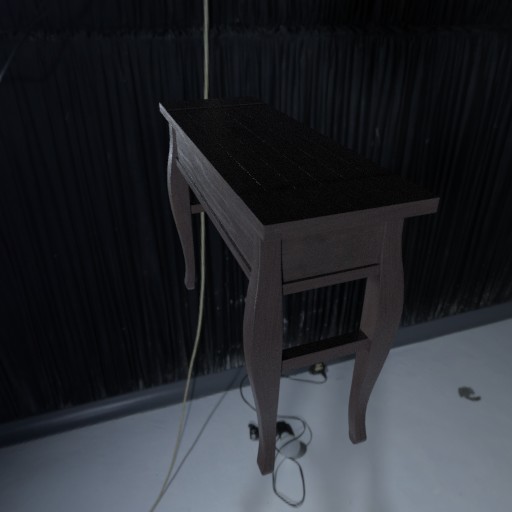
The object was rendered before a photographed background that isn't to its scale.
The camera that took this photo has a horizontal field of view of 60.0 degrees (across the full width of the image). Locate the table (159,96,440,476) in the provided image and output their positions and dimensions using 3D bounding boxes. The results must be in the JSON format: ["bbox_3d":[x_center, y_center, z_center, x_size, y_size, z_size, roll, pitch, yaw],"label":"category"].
[{"bbox_3d":[0.000,0.000,1.409,0.373,0.768,1.062,-10,32,-17],"label":"table"}]
